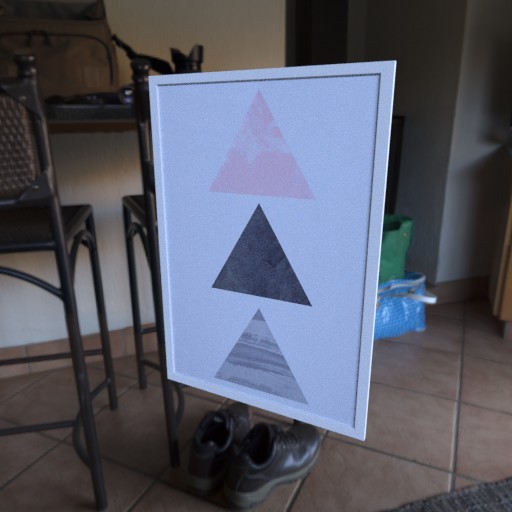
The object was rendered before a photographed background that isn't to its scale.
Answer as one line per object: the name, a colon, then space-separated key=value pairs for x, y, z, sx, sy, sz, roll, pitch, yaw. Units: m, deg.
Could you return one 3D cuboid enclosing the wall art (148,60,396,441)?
wall art: x=0.000 y=0.000 z=1.205 sx=0.659 sy=0.940 sz=0.013 roll=8 pitch=18 yaw=26
